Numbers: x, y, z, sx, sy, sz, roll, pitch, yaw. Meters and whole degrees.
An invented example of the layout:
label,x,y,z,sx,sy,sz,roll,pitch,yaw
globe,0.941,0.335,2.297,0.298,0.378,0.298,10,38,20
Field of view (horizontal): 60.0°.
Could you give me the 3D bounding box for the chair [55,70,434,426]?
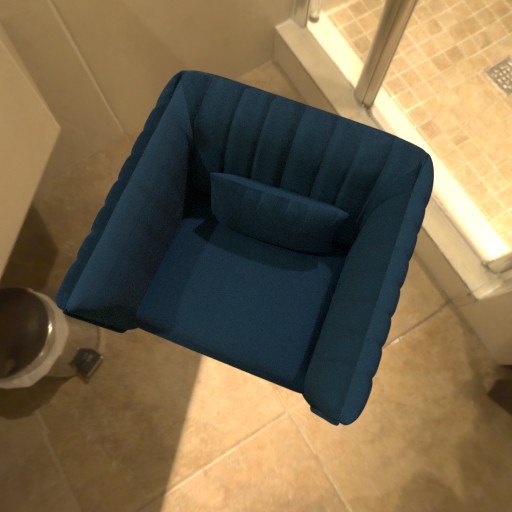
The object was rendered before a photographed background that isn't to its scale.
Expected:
label,x,y,z,sx,sy,sz,roll,pitch,yaw
chair,0.000,0.000,1.624,0.947,0.793,0.877,21,76,6
